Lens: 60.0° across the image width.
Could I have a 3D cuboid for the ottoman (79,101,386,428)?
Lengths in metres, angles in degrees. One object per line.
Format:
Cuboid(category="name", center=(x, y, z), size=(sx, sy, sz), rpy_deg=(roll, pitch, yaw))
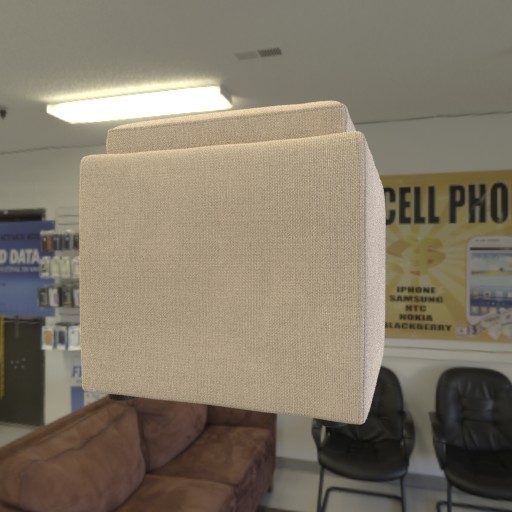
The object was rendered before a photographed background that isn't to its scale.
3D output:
Cuboid(category="ottoman", center=(0.000, 0.000, 0.828), size=(0.451, 0.460, 0.450), rpy_deg=(0, 0, 19))
